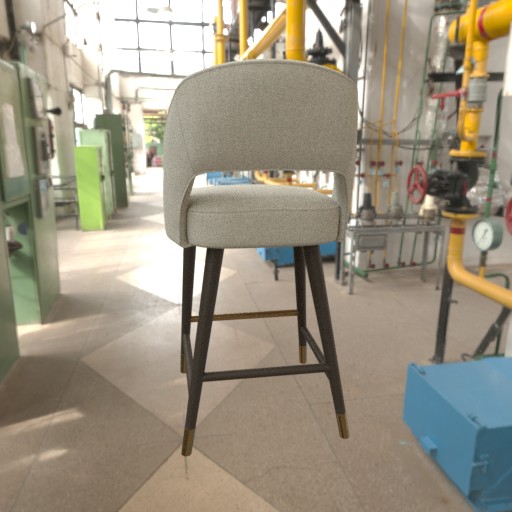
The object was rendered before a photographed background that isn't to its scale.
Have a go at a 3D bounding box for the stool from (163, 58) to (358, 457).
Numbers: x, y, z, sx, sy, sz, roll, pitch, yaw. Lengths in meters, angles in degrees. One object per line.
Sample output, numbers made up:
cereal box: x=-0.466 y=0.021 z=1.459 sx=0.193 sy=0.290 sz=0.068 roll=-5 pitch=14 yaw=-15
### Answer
stool: x=0.000 y=0.000 z=1.241 sx=0.494 sy=0.940 sz=0.509 roll=-2 pitch=14 yaw=-9
